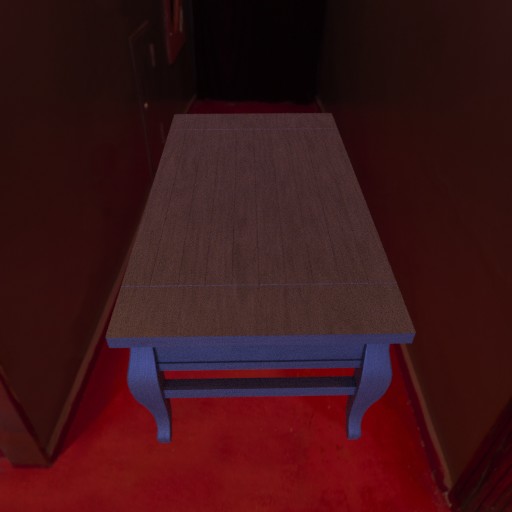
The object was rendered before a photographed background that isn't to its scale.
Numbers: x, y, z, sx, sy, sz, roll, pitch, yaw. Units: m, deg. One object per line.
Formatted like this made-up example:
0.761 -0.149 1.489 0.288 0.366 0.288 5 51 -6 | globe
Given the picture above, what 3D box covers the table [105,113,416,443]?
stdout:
0.000 0.000 1.398 0.600 0.494 1.062 -1 40 -1 | table
